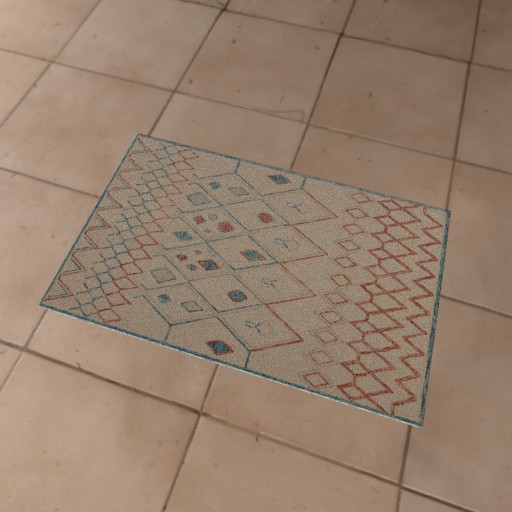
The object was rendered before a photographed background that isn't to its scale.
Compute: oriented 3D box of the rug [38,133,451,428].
[{"bbox_3d":[0.000,0.000,2.993,2.438,0.015,1.524,16,64,8],"label":"rug"}]
